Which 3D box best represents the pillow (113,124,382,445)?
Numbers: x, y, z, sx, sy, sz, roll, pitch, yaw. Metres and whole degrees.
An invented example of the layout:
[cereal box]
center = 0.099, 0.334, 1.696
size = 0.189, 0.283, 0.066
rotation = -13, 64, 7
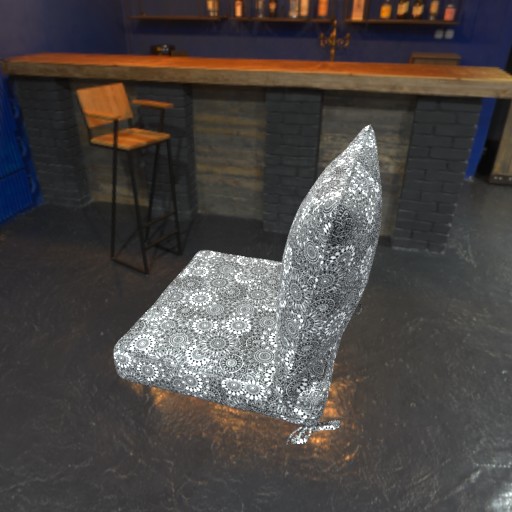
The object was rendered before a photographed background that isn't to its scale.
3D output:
[pillow]
center = 0.000, 0.000, 1.429
size = 0.740, 0.722, 0.798
rotation = 9, 31, 15
